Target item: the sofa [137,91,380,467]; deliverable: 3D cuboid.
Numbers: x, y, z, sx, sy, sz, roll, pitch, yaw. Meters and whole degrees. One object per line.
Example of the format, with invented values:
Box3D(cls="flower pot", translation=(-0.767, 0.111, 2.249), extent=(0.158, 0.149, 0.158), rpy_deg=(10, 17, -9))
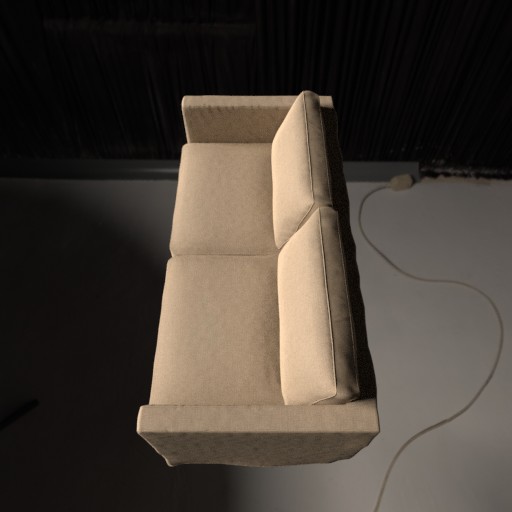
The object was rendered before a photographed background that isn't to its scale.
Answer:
Box3D(cls="sofa", translation=(0.000, 0.000, 2.416), extent=(0.956, 0.847, 1.987), rpy_deg=(0, 57, 0))
